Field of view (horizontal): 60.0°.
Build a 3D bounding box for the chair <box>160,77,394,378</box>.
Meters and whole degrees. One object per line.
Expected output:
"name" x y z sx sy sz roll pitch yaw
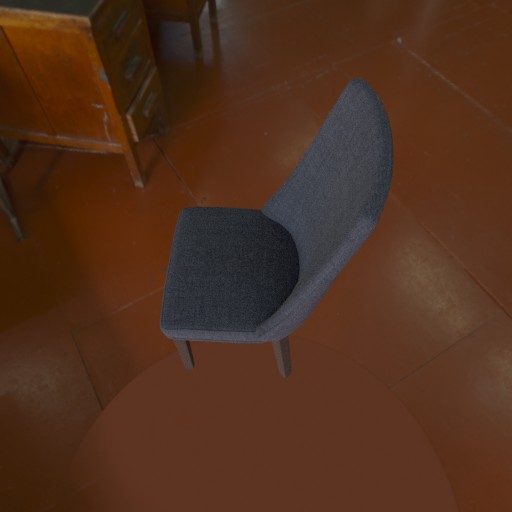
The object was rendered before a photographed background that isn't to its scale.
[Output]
"chair" 0.000 0.000 1.383 0.577 1.050 0.510 3 59 2
